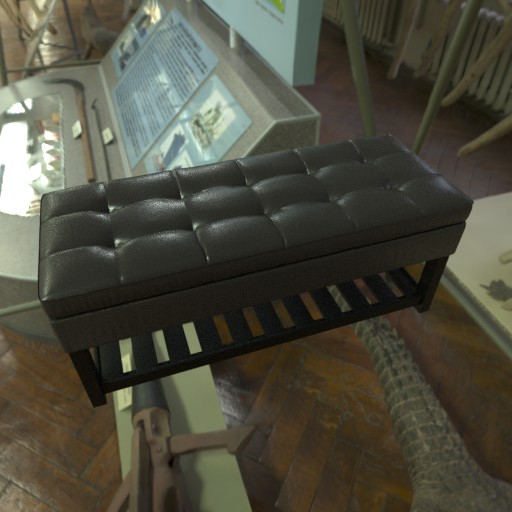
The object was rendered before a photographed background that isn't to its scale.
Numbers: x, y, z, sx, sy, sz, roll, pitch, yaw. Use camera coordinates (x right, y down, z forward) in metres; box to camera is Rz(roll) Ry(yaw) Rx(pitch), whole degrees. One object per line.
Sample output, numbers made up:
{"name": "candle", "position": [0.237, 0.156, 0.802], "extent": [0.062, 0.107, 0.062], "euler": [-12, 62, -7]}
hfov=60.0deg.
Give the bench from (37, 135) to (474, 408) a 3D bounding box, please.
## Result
{"name": "bench", "position": [0.000, 0.000, 1.332], "extent": [1.105, 0.460, 0.432], "euler": [-13, 43, -14]}
